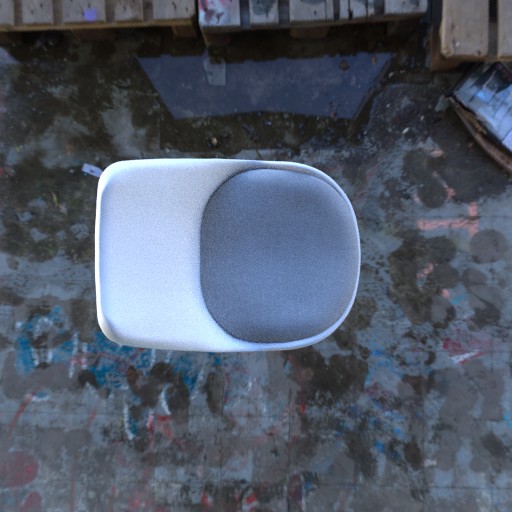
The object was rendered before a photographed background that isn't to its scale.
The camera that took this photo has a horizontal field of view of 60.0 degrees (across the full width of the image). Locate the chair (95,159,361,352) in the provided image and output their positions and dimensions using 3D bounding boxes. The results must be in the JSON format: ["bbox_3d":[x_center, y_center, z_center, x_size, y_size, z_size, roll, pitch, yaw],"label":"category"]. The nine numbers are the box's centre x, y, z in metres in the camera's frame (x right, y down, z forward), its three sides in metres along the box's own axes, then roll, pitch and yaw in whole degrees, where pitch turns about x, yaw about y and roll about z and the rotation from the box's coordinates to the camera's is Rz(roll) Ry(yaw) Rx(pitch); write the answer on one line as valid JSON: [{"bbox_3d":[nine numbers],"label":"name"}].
[{"bbox_3d":[0.000,0.000,1.176,0.550,0.850,0.485,0,89,1],"label":"chair"}]
